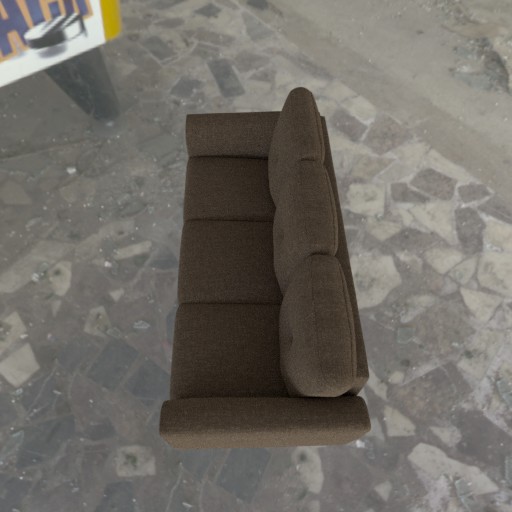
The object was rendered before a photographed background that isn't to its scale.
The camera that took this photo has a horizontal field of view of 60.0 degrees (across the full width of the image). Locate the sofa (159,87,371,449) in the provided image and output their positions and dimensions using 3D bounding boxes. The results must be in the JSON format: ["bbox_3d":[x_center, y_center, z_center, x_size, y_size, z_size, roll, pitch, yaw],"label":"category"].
[{"bbox_3d":[0.000,0.000,2.333,0.837,0.891,1.847,-1,57,-1],"label":"sofa"}]
